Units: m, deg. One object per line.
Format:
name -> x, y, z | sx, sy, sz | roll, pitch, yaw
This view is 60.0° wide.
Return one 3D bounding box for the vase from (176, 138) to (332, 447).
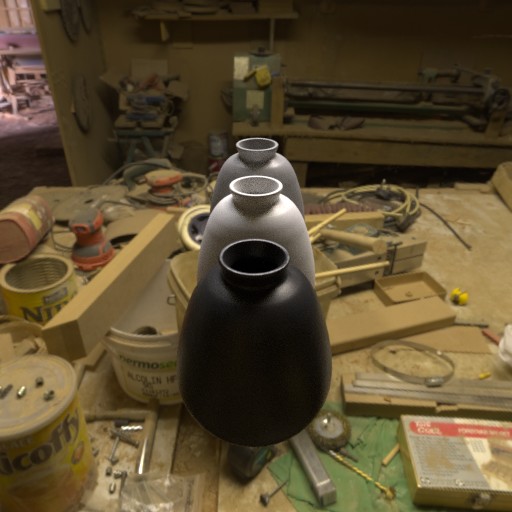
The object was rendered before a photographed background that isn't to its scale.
vase -> 0.000, 0.000, 0.357 | 0.097, 0.122, 0.297 | 0, 31, 1
